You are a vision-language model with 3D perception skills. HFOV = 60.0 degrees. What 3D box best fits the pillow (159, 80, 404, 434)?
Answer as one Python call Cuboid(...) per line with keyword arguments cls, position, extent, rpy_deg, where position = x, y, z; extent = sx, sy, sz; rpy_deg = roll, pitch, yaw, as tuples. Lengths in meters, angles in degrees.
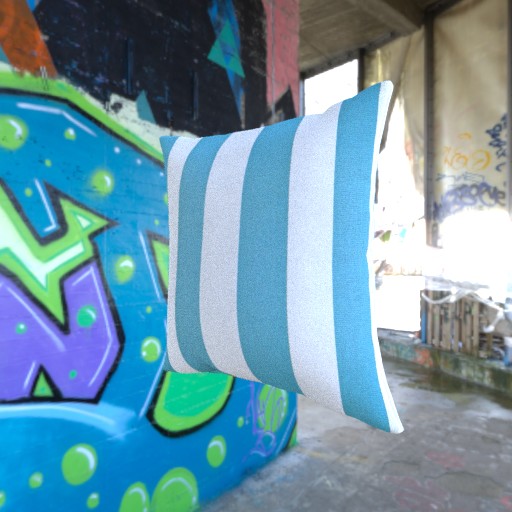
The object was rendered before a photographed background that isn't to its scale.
Cuboid(cls="pillow", position=(0.000, 0.000, 0.810), extent=(0.536, 0.526, 0.189), rpy_deg=(0, 0, 36))
